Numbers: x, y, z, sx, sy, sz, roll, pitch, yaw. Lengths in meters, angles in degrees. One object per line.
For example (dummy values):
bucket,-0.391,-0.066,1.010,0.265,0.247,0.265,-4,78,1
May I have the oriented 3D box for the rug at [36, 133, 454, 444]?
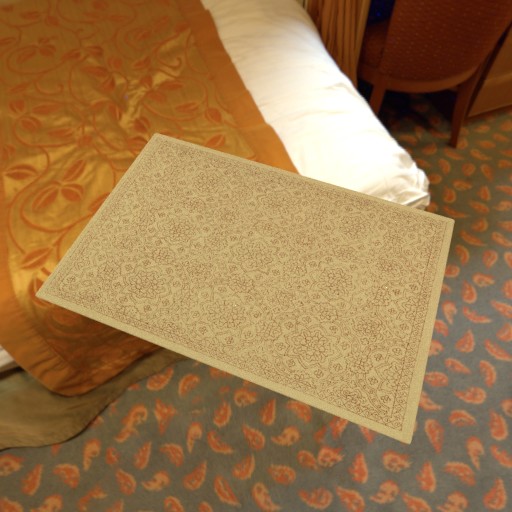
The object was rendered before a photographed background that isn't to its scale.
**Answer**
rug,0.000,0.000,2.274,1.829,0.010,1.219,19,60,11
